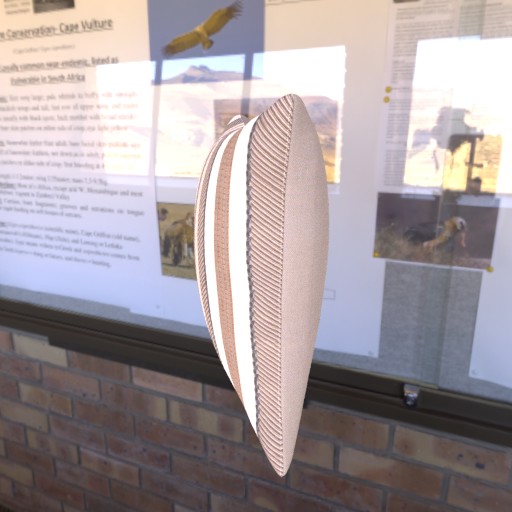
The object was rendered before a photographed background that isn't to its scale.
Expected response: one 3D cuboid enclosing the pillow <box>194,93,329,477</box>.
[{"bbox_3d":[0.000,0.000,0.628,0.173,0.401,0.416,-2,15,-8],"label":"pillow"}]
